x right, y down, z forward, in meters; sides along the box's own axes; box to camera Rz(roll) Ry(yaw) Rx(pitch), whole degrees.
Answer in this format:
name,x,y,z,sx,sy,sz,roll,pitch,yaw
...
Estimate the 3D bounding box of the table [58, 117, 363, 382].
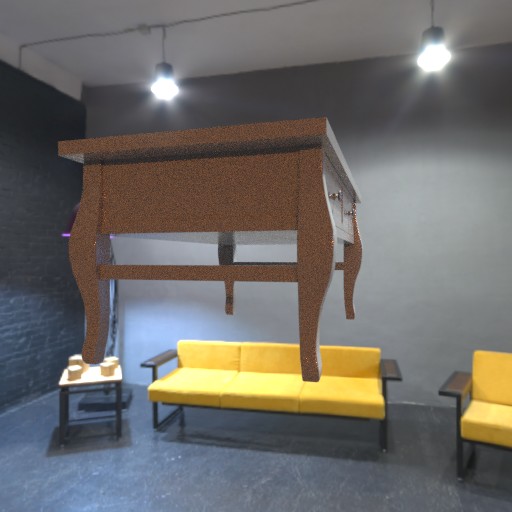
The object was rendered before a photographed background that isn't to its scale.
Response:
name,x,y,z,sx,sy,sz,roll,pitch,yaw
table,0.000,0.000,1.390,0.600,0.495,1.062,0,0,17
